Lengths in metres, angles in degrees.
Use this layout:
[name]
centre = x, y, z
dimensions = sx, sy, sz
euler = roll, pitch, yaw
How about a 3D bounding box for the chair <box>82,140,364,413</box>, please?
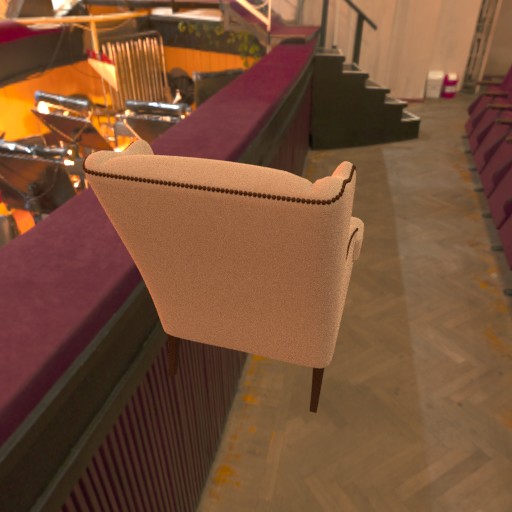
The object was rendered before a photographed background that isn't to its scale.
[chair]
centre = 0.000, 0.000, 1.678
dimensions = 0.737, 1.029, 0.940
euler = 9, 34, 15
